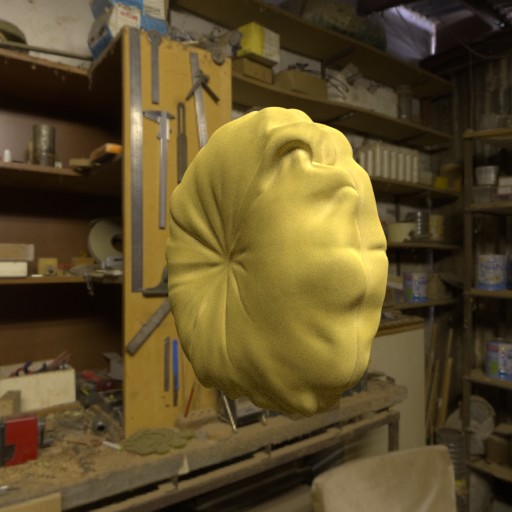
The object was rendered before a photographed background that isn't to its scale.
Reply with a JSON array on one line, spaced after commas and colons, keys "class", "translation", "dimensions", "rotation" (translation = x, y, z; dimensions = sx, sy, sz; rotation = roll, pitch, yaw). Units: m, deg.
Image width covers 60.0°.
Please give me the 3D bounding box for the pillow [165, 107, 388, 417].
[{"class": "pillow", "translation": [0.000, 0.000, 0.633], "dimensions": [0.148, 0.407, 0.428], "rotation": [1, -2, -36]}]
